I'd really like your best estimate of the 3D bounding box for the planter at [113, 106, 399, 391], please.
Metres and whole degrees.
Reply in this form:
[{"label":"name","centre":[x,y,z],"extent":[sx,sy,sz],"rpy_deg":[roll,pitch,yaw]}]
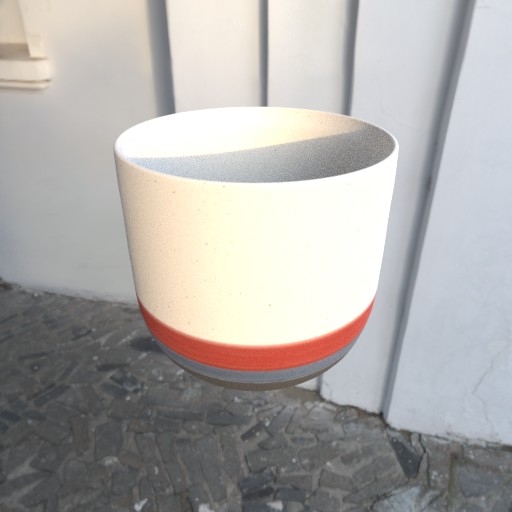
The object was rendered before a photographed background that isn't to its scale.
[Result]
[{"label":"planter","centre":[0.000,0.000,0.495],"extent":[0.268,0.270,0.268],"rpy_deg":[0,30,0]}]
